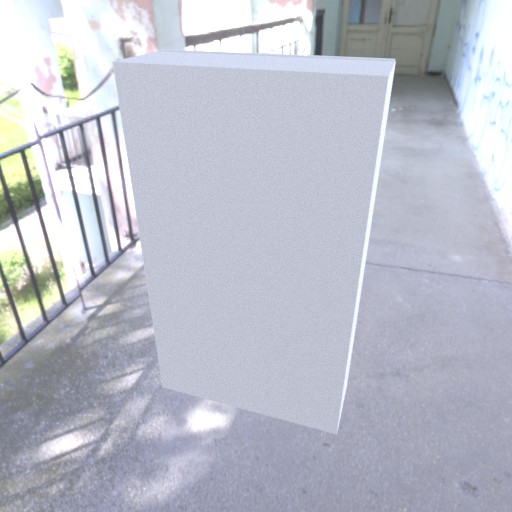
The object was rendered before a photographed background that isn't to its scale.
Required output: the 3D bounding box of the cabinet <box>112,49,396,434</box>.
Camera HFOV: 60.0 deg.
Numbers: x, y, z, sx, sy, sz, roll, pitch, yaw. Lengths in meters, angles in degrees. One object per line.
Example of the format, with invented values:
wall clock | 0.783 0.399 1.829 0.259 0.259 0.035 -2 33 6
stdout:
cabinet | 0.000 0.000 2.642 1.250 2.160 0.480 10 33 16
